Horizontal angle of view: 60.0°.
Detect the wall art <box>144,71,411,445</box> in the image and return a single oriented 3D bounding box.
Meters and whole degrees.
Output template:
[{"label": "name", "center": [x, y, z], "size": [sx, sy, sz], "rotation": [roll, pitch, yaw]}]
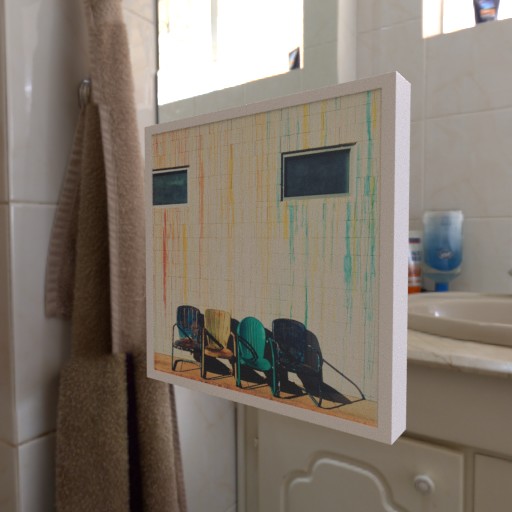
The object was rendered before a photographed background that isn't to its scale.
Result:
[{"label": "wall art", "center": [0.000, 0.000, 0.465], "size": [0.305, 0.305, 0.038], "rotation": [2, 3, 36]}]
